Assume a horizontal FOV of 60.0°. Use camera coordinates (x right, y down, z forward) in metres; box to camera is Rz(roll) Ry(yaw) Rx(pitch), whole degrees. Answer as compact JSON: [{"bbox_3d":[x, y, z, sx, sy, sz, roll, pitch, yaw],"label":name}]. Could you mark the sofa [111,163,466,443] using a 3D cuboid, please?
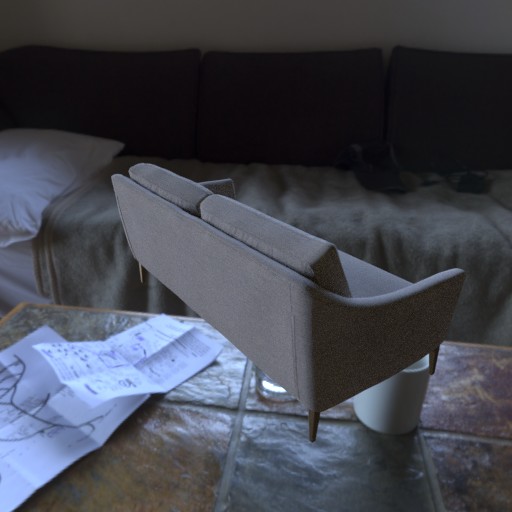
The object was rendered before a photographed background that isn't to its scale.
[{"bbox_3d":[0.000,0.000,2.607,0.980,0.913,2.036,-18,31,-33],"label":"sofa"}]
